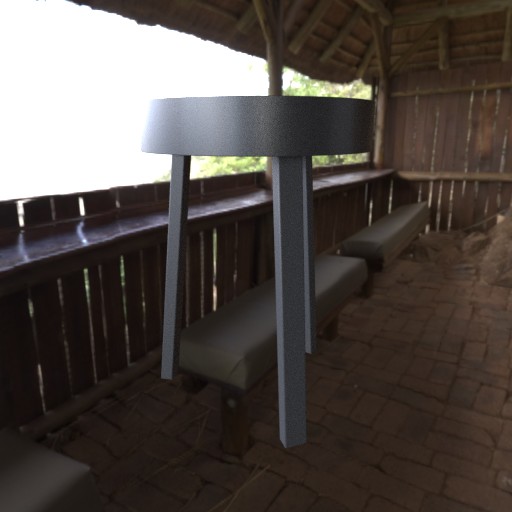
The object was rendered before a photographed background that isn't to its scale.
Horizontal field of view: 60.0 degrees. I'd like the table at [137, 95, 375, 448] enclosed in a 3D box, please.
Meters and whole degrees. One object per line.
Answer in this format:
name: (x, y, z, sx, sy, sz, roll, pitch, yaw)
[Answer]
table: (0.000, 0.000, 0.857, 0.406, 0.559, 0.406, 0, 16, 0)
